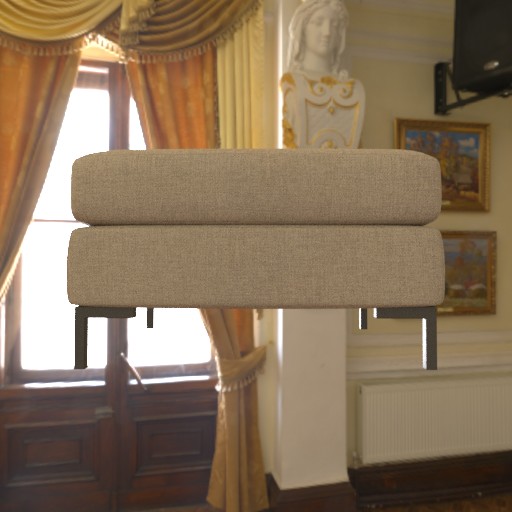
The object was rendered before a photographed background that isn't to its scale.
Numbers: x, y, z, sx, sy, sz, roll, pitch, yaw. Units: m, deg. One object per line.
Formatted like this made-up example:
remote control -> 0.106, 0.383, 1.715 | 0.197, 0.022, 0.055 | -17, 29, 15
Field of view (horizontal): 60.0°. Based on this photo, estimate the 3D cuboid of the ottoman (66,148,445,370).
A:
ottoman -> 0.000, 0.000, 1.246 | 0.820, 0.490, 0.671 | 0, -1, 0
